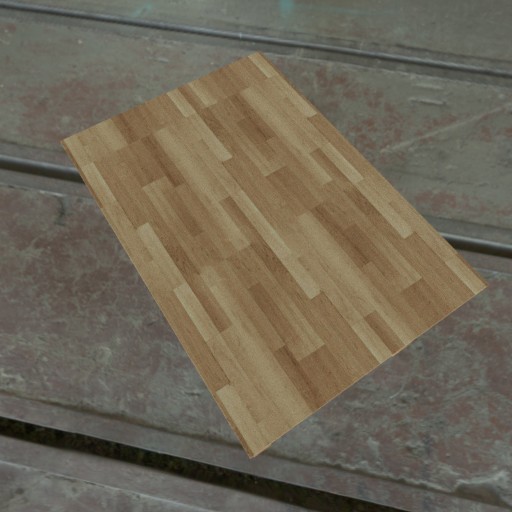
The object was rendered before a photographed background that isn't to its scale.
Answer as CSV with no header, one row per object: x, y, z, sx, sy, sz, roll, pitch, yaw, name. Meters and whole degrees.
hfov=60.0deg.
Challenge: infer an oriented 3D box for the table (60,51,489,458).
0.000,0.000,1.862,0.900,0.750,1.300,-31,67,-15,table
